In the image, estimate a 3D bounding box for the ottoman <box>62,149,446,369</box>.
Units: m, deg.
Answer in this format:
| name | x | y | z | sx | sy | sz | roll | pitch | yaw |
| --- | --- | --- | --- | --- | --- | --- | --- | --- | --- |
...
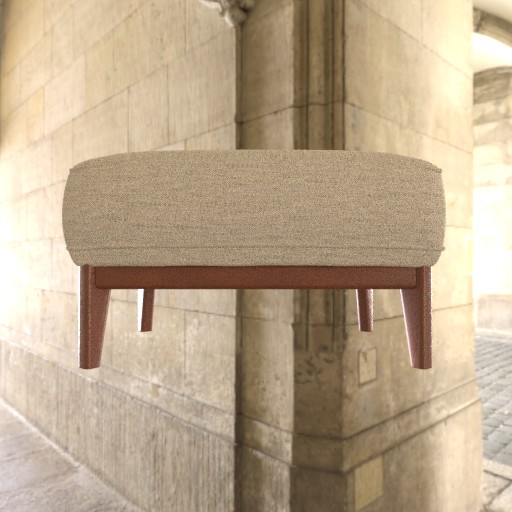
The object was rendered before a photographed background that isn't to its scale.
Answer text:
| name | x | y | z | sx | sy | sz | roll | pitch | yaw |
| --- | --- | --- | --- | --- | --- | --- | --- | --- | --- |
| ottoman | 0.000 | 0.000 | 1.151 | 0.794 | 0.465 | 0.594 | 0 | 0 | 0 |
